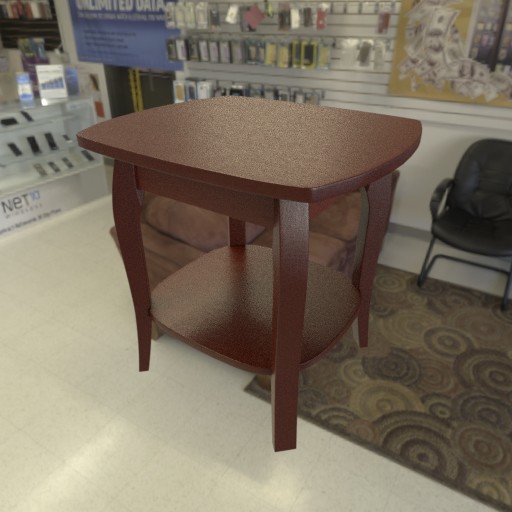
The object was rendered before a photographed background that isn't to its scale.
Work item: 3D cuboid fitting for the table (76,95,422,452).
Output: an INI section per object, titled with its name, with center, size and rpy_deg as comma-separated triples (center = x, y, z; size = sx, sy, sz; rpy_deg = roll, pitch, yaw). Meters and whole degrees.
[table]
center = 0.000, 0.000, 0.859
size = 0.502, 0.496, 0.433
rpy_deg = 19, 35, 30
